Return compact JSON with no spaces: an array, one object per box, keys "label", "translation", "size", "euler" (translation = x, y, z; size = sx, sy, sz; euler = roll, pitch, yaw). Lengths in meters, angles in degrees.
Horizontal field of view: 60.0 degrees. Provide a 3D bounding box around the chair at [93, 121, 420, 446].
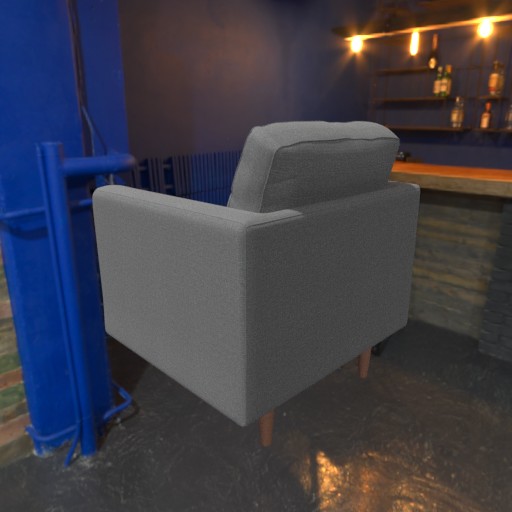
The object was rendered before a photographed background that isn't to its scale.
[{"label":"chair","translation":[0.000,0.000,1.584],"size":[0.854,0.927,0.800],"euler":[-16,24,-42]}]
